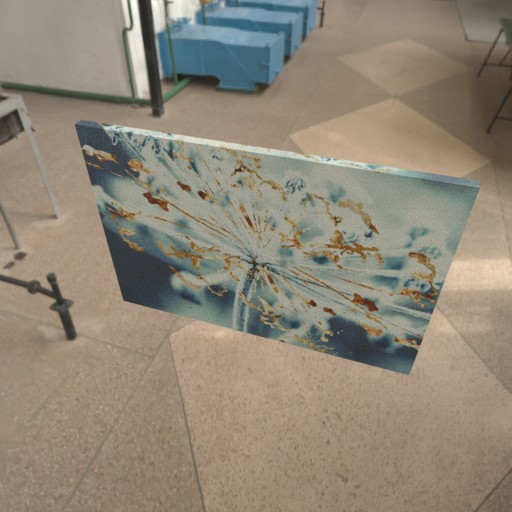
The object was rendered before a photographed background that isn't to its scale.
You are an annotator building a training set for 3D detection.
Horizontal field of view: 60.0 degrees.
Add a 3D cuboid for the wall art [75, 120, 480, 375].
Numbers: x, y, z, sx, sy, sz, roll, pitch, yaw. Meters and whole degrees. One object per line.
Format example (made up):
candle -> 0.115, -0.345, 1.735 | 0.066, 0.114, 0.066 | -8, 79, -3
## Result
wall art -> 0.000, 0.000, 1.452 | 1.138, 0.759, 0.035 | 12, 42, 14
